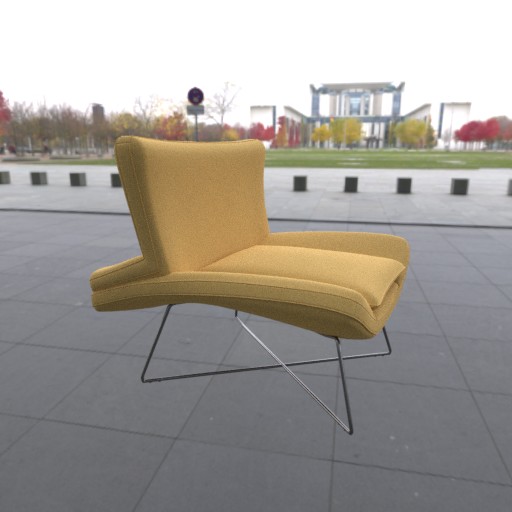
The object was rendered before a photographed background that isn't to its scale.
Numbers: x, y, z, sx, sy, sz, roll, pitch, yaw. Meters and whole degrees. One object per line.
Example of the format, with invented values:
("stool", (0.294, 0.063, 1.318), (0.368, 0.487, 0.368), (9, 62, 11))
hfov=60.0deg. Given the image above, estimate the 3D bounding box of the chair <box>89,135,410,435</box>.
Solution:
("chair", (0.000, 0.000, 1.652), (1.008, 0.855, 0.859), (7, 16, 26))
